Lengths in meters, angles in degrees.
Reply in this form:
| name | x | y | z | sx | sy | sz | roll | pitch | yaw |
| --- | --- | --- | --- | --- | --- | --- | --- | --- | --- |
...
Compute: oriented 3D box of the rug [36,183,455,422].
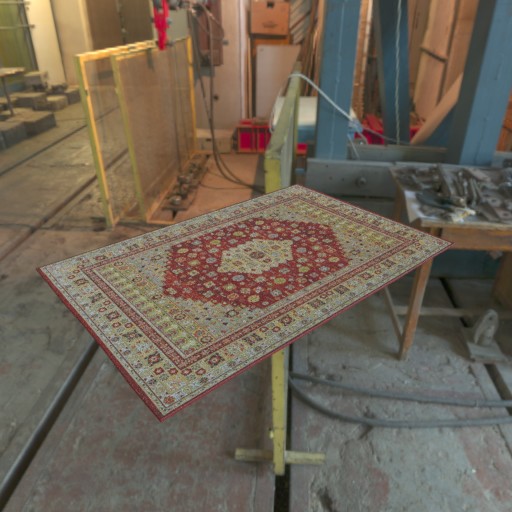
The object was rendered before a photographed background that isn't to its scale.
| name | x | y | z | sx | sy | sz | roll | pitch | yaw |
| --- | --- | --- | --- | --- | --- | --- | --- | --- | --- |
| rug | 0.000 | 0.000 | 2.271 | 1.802 | 0.013 | 1.194 | -23 | 37 | -34 |
